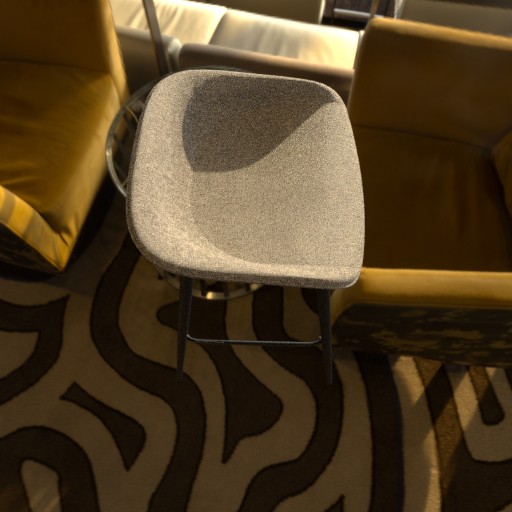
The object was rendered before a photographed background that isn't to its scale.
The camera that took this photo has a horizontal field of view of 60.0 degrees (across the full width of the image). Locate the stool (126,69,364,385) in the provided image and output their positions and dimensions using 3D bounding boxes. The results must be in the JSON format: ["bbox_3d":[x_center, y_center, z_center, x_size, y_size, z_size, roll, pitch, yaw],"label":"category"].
[{"bbox_3d":[0.000,0.000,1.111,0.480,0.814,0.469,1,63,1],"label":"stool"}]
